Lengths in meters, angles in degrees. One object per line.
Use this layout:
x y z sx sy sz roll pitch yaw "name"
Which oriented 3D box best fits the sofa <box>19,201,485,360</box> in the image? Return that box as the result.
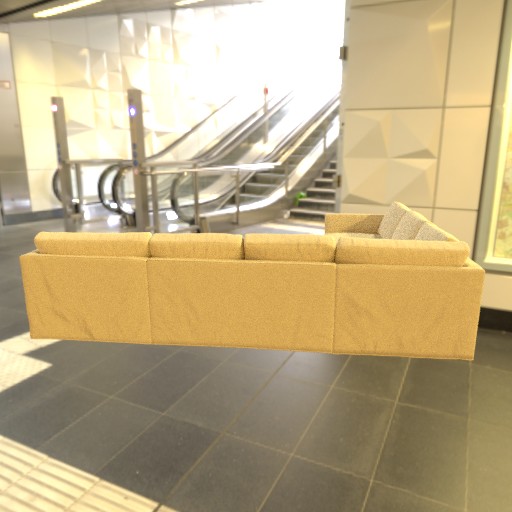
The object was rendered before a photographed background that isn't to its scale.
0.000 0.000 4.444 3.460 0.882 2.427 2 15 6 "sofa"
